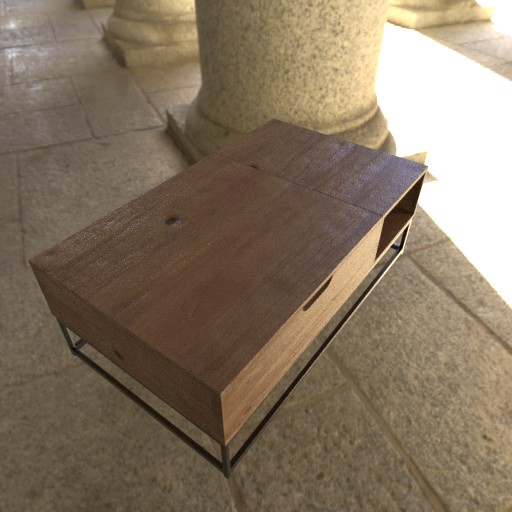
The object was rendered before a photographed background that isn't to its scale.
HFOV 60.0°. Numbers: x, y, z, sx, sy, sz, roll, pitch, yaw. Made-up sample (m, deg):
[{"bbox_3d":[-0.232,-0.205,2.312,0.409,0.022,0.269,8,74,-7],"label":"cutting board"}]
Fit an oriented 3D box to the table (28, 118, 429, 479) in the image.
[{"bbox_3d":[0.000,0.000,1.459,0.655,0.395,1.101,26,47,27],"label":"table"}]
